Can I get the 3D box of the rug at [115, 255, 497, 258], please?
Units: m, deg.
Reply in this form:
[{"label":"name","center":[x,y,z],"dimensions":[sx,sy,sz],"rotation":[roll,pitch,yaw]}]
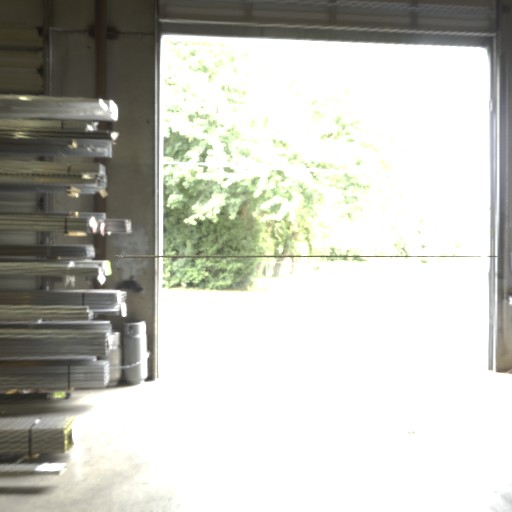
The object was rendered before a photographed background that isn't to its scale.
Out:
[{"label":"rug","center":[0.000,0.000,4.049],"dimensions":[2.421,0.008,3.045],"rotation":[0,0,-18]}]
